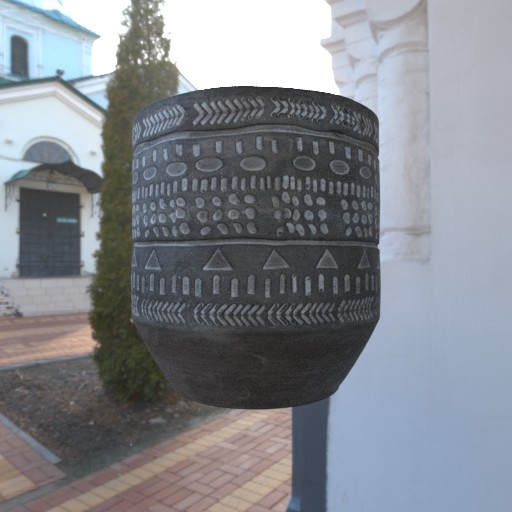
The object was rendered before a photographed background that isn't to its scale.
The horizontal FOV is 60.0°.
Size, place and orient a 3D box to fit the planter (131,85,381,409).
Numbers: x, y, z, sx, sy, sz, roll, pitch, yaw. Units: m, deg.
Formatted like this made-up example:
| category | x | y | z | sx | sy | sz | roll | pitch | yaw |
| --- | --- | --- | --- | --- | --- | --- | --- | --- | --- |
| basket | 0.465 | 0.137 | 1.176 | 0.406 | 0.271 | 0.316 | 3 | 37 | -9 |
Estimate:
| category | x | y | z | sx | sy | sz | roll | pitch | yaw |
| --- | --- | --- | --- | --- | --- | --- | --- | --- | --- |
| planter | 0.000 | 0.000 | 0.225 | 0.122 | 0.128 | 0.122 | 0 | 0 | 0 |
